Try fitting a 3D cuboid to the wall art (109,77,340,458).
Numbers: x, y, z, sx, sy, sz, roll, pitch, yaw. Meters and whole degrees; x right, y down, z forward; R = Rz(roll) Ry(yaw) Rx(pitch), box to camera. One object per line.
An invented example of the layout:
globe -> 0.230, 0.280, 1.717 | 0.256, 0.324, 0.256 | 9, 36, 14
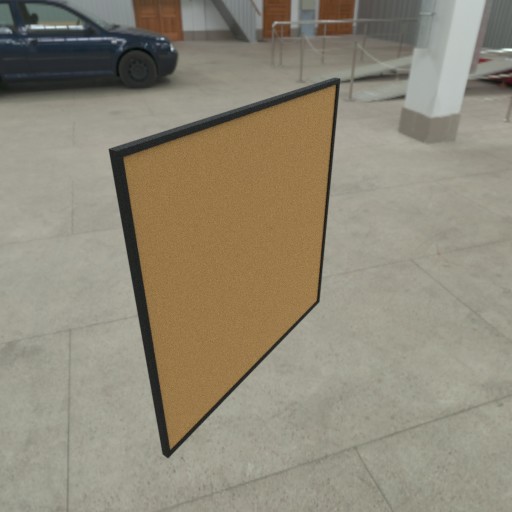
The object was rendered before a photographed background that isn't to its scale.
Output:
wall art -> 0.000, 0.000, 0.687 | 0.013, 0.457, 0.458 | 20, 37, 30
